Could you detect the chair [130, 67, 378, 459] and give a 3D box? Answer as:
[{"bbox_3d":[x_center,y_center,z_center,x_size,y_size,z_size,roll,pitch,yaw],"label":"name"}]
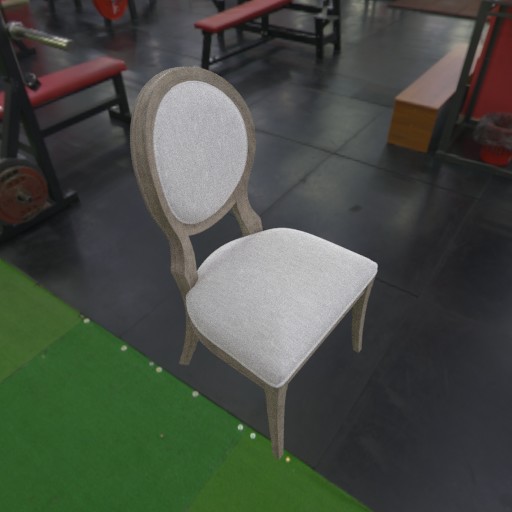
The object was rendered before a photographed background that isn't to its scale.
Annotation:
[{"bbox_3d":[0.000,0.000,1.342,0.602,0.990,0.558,28,49,28],"label":"chair"}]
